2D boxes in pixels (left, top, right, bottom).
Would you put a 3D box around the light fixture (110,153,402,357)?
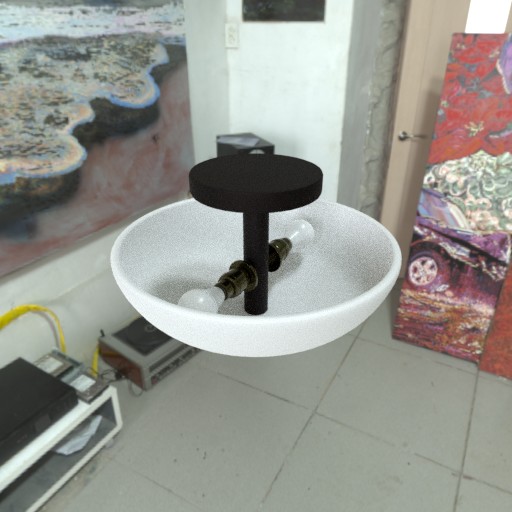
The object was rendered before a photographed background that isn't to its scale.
[{"bbox_3d":[0.000,0.000,0.534,0.331,0.212,0.331,0,28,0],"label":"light fixture"}]
